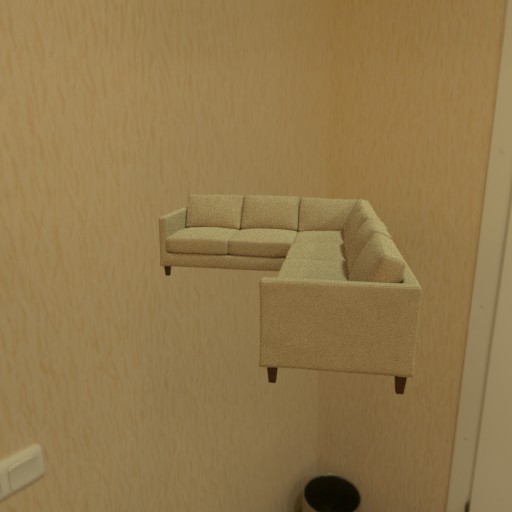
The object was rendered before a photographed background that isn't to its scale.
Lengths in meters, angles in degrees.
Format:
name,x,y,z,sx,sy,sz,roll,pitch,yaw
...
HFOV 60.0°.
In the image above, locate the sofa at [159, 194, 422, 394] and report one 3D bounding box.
name,x,y,z,sx,sy,sz,roll,pitch,yaw
sofa,0.000,0.000,4.236,2.432,0.863,3.182,2,14,10
